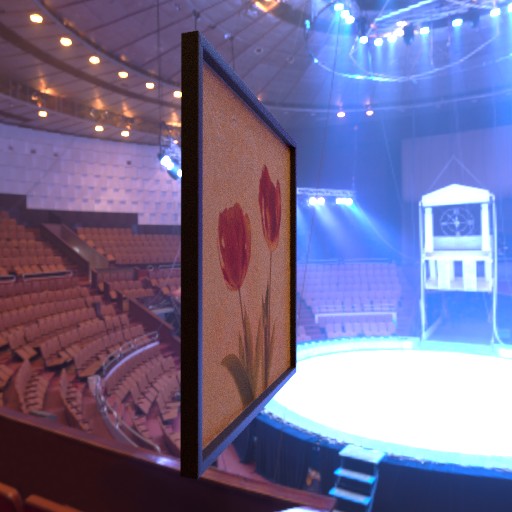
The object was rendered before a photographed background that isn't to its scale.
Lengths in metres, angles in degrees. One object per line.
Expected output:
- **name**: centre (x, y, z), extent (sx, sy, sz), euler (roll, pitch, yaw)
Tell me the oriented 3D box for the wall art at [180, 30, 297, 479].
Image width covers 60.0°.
- **wall art**: centre (0.000, 0.000, 1.183), extent (0.043, 0.807, 0.805), euler (0, -1, 18)
